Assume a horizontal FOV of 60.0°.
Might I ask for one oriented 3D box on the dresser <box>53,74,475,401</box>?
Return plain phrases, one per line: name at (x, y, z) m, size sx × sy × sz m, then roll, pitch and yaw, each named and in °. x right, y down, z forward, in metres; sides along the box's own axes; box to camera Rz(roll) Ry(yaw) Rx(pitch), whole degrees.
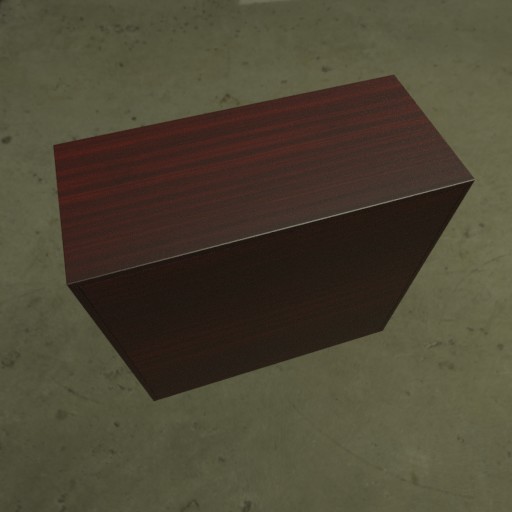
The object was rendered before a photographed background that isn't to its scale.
dresser at (0.000, 0.000, 1.167) m, size 0.750 × 0.720 × 0.360 m, roll -15°, pitch 59°, yaw -9°
